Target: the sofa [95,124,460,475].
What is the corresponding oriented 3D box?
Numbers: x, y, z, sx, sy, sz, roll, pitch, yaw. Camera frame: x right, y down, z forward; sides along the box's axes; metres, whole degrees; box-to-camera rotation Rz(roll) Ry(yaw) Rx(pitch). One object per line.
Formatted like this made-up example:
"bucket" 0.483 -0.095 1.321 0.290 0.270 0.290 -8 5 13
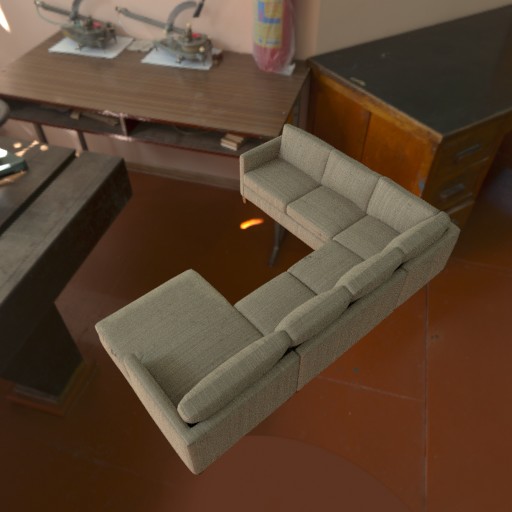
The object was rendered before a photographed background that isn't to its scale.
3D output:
"sofa" 0.000 0.000 4.677 3.460 0.961 2.594 -32 54 -27
